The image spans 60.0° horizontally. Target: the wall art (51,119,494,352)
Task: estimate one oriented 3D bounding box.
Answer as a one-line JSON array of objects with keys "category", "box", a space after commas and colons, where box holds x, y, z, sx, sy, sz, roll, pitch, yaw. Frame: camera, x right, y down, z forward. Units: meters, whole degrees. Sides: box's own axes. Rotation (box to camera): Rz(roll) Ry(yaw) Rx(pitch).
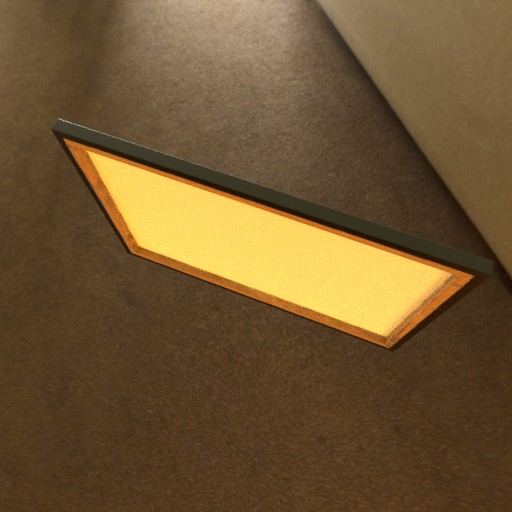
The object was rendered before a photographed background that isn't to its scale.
[{"category": "wall art", "box": [0.000, 0.000, 0.827, 0.659, 0.446, 0.022, 20, 67, 9]}]
